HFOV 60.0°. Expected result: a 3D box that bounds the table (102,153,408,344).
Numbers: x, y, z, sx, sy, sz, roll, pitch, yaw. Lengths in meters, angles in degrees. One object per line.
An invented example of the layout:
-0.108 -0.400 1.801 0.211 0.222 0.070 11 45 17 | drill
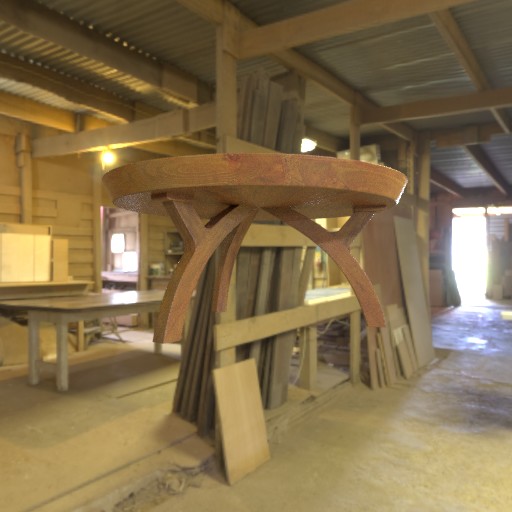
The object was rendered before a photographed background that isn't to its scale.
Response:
0.000 0.000 1.532 1.016 0.470 1.016 0 -1 0 | table
